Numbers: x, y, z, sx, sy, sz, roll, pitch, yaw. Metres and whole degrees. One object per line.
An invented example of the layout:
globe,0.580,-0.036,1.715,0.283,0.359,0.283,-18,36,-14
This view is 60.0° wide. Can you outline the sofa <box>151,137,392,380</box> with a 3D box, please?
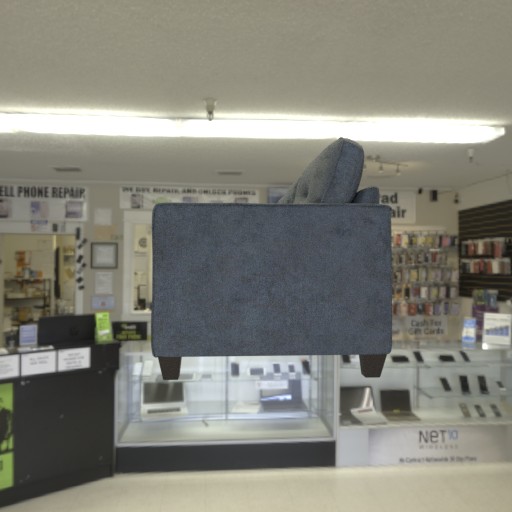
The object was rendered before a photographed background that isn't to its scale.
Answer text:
sofa,0.000,0.000,2.711,0.939,0.965,2.133,0,-1,-3
